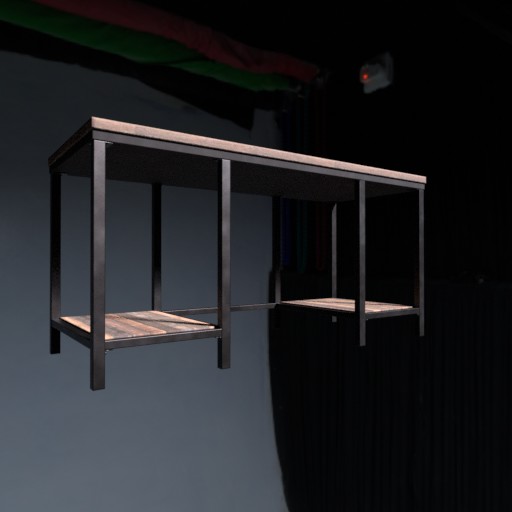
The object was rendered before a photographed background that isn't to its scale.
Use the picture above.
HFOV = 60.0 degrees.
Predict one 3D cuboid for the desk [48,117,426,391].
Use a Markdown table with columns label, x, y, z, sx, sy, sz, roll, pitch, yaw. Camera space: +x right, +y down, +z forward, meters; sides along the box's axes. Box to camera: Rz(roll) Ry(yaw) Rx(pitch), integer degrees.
| label | x | y | z | sx | sy | sz | roll | pitch | yaw |
| --- | --- | --- | --- | --- | --- | --- | --- | --- | --- |
| desk | 0.000 | 0.000 | 1.908 | 1.538 | 0.753 | 0.617 | 0 | -1 | -35 |
